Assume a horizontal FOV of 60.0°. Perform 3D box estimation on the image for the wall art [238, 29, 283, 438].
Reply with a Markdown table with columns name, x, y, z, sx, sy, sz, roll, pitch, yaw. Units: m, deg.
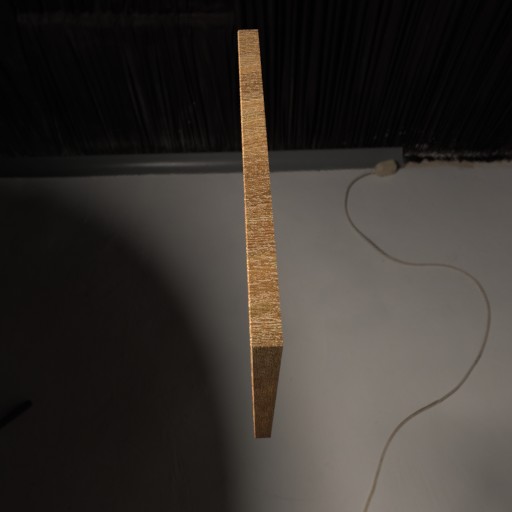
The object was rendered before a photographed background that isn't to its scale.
| name | x | y | z | sx | sy | sz | roll | pitch | yaw |
| --- | --- | --- | --- | --- | --- | --- | --- | --- | --- |
| wall art | 0.000 | 0.000 | 0.913 | 0.042 | 0.608 | 0.611 | -2 | 58 | -1 |
